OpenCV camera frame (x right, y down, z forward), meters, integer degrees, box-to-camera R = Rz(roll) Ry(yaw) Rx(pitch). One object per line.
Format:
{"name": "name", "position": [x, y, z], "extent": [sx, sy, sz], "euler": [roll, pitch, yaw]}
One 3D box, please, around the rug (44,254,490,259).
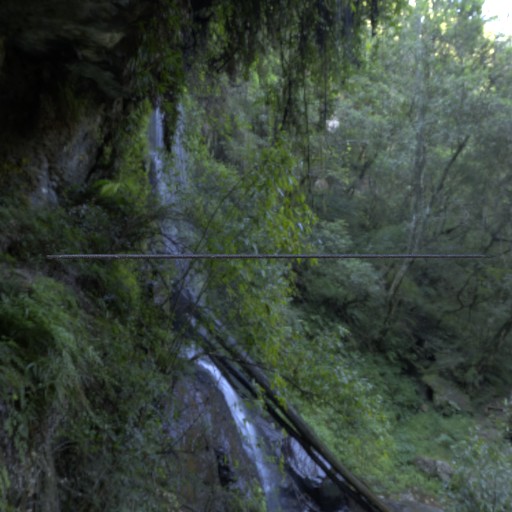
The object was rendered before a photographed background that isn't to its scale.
{"name": "rug", "position": [0.000, 0.000, 2.318], "extent": [1.836, 0.012, 1.239], "euler": [0, 0, -17]}
